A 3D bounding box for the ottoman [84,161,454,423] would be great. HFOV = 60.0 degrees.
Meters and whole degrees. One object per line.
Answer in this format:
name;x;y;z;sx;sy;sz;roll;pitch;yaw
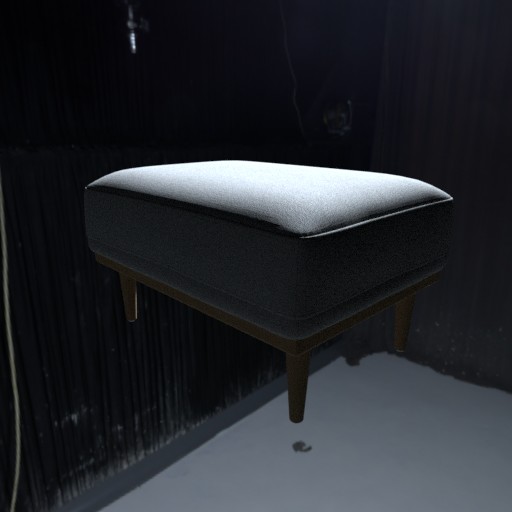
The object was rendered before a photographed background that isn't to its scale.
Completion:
ottoman;0.000;0.000;1.094;0.549;0.428;0.749;-16;23;-42
